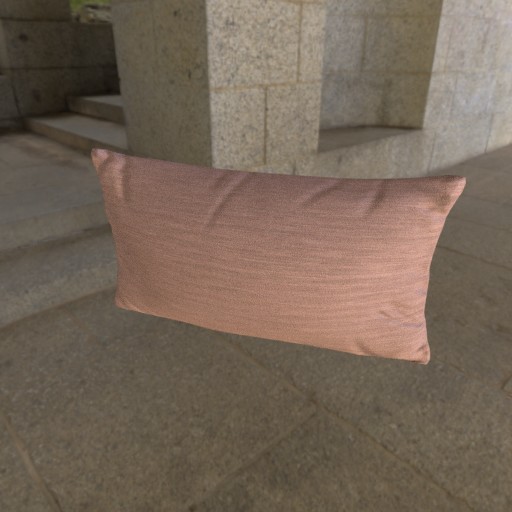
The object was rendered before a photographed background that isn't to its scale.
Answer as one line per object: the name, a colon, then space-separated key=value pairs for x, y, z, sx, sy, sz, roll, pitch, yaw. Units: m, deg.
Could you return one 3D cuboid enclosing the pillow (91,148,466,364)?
pillow: x=0.000 y=0.000 z=0.785 sx=0.633 sy=0.338 sz=0.210 roll=8 pitch=27 yaw=16
